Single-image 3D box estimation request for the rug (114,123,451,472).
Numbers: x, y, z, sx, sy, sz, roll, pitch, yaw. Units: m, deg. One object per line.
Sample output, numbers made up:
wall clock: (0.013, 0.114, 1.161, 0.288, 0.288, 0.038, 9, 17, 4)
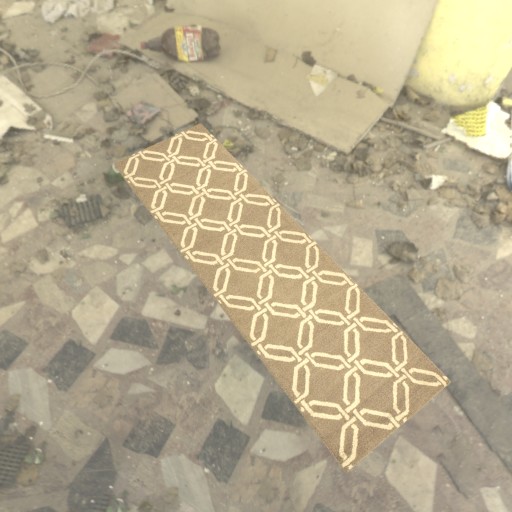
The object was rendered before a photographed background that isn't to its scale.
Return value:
rug: (0.000, 0.000, 2.528, 0.678, 0.014, 2.276, -31, 62, -19)
